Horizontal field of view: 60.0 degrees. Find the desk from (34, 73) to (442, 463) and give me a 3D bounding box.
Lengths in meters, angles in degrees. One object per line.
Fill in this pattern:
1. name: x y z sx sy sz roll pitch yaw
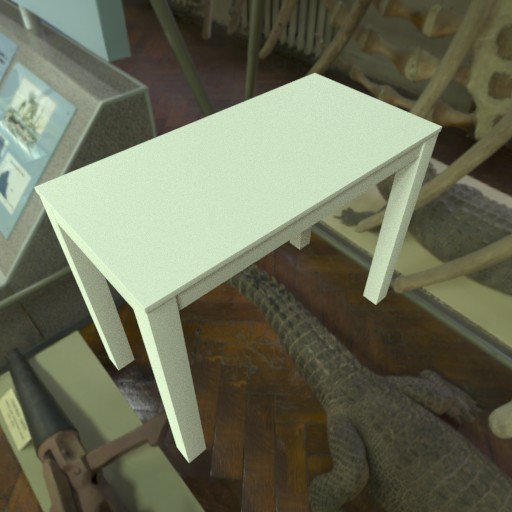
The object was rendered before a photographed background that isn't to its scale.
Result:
1. desk: 0.000 0.000 1.440 0.990 0.762 0.497 -32 53 -28
